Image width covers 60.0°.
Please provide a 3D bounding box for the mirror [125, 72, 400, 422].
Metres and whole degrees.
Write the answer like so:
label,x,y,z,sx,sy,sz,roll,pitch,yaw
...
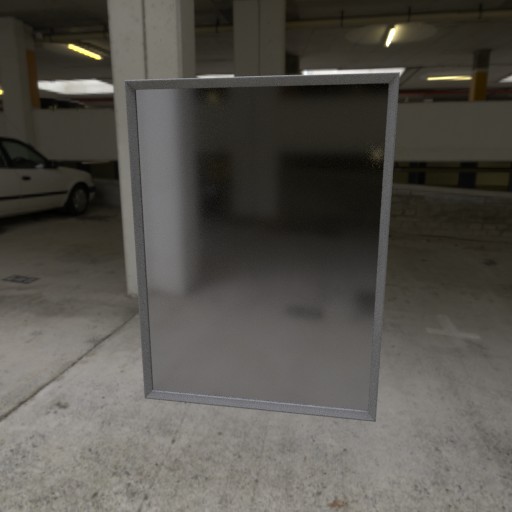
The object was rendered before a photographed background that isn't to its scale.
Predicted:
label,x,y,z,sx,sy,sz,roll,pitch,yaw
mirror,0.000,0.000,1.344,0.762,1.016,0.041,2,13,10
